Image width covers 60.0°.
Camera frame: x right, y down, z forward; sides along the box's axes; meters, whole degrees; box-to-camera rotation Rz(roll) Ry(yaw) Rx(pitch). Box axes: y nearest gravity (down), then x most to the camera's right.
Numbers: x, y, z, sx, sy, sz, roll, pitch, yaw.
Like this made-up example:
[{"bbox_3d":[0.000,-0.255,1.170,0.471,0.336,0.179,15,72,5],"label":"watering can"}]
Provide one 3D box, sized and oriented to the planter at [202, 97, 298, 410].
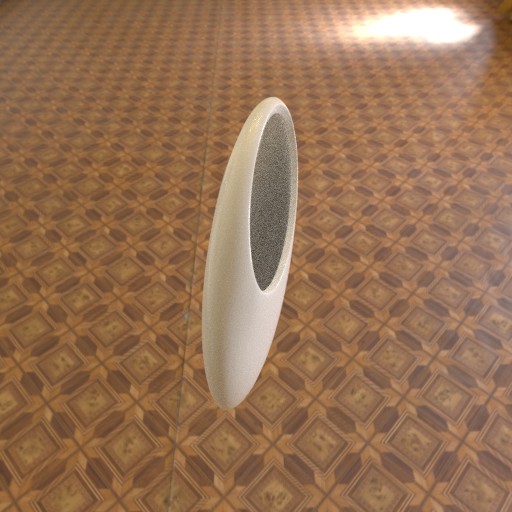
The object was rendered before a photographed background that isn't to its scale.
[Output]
[{"bbox_3d":[0.000,0.000,0.279,0.043,0.188,0.185,9,47,8],"label":"planter"}]
